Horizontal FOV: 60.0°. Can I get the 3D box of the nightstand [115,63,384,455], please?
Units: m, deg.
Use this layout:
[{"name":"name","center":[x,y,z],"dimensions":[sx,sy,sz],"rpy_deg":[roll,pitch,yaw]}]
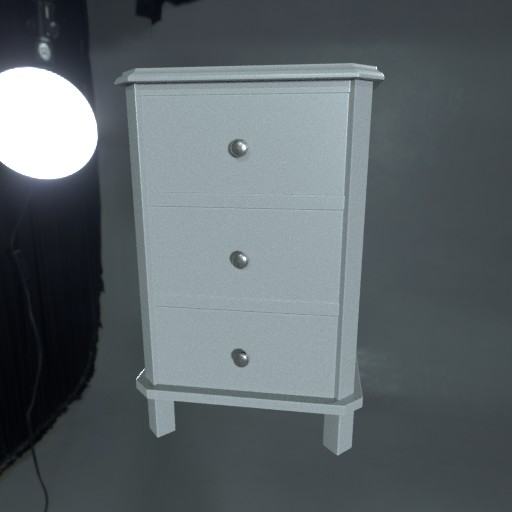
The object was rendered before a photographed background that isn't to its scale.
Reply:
[{"name":"nightstand","center":[0.000,0.000,0.914],"dimensions":[0.435,0.680,0.348],"rpy_deg":[2,15,8]}]
